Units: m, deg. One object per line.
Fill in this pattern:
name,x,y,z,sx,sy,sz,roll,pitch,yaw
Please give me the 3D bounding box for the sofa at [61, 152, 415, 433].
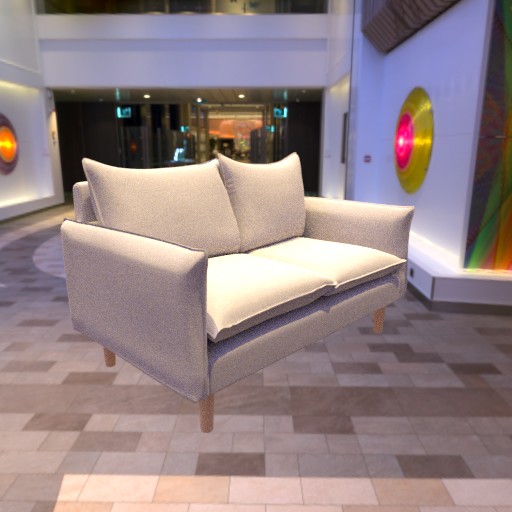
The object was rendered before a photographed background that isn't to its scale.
sofa,0.000,0.000,1.871,0.820,0.840,1.300,13,19,43
